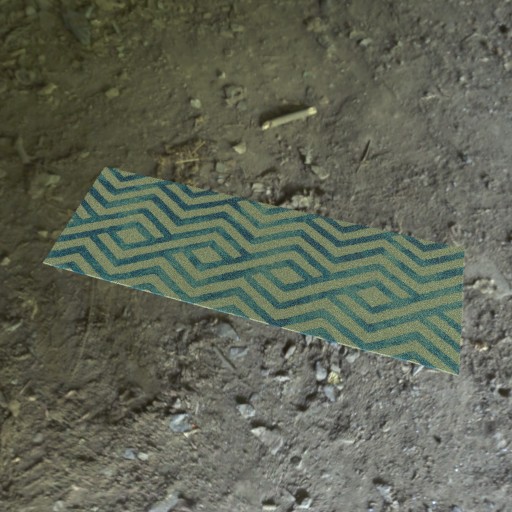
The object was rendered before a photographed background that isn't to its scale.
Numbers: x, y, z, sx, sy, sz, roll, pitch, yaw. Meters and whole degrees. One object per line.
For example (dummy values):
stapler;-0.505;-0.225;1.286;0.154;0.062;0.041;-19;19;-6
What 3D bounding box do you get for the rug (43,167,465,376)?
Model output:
rug;0.000;0.000;1.648;1.492;0.007;0.503;14;59;9
